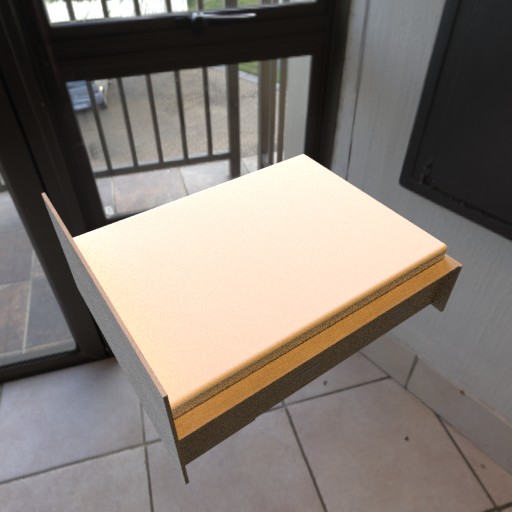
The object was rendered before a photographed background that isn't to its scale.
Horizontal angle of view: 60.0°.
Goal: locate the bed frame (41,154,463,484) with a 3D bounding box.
[{"bbox_3d":[0.000,0.000,2.805,1.960,0.800,1.622,-25,47,-25],"label":"bed frame"}]
